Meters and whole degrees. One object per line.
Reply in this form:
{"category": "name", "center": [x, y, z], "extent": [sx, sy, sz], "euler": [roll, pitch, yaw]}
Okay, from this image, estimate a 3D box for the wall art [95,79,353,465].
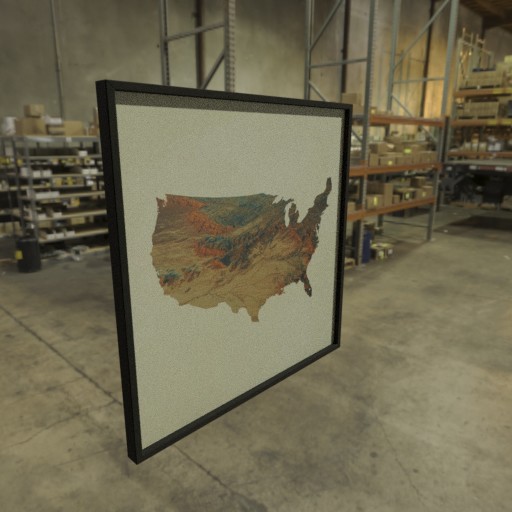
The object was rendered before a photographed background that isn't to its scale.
{"category": "wall art", "center": [0.000, 0.000, 1.114], "extent": [0.038, 0.762, 0.762], "euler": [14, 20, 42]}
